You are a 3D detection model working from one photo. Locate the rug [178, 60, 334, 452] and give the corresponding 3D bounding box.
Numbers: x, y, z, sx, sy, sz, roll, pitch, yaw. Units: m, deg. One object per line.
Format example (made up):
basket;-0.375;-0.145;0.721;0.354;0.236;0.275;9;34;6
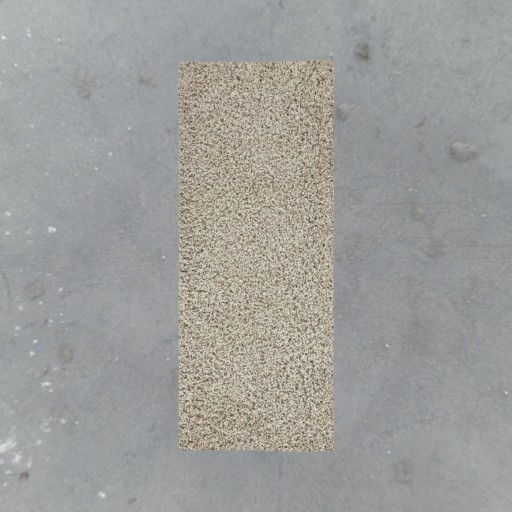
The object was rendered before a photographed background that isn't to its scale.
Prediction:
rug;0.000;0.000;1.738;0.609;0.030;1.524;0;90;1
